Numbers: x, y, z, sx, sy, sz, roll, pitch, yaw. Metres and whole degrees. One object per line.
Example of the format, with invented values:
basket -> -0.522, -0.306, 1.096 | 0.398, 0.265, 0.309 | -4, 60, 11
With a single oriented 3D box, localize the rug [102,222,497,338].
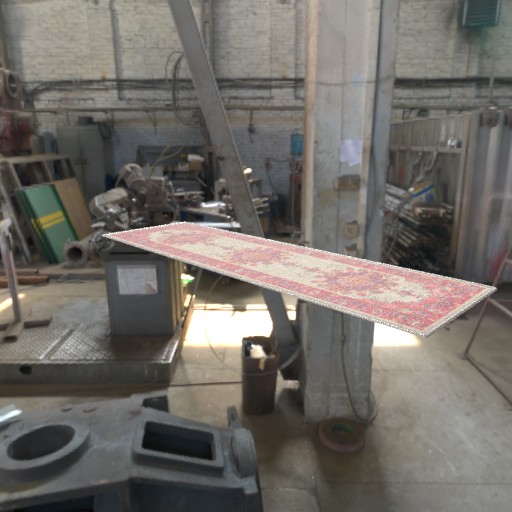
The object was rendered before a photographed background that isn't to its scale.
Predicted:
rug -> 0.000, 0.000, 1.975 | 0.562, 0.009, 1.824 | -14, 20, -43
